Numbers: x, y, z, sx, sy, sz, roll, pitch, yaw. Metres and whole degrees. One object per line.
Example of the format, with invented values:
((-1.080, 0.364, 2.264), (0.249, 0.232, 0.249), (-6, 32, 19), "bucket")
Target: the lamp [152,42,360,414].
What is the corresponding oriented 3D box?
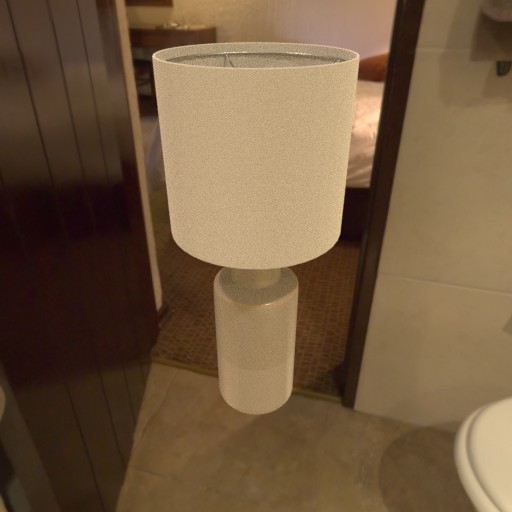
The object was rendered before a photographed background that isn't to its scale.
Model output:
((0.000, 0.000, 0.588), (0.212, 0.493, 0.212), (-11, 33, -18), "lamp")
